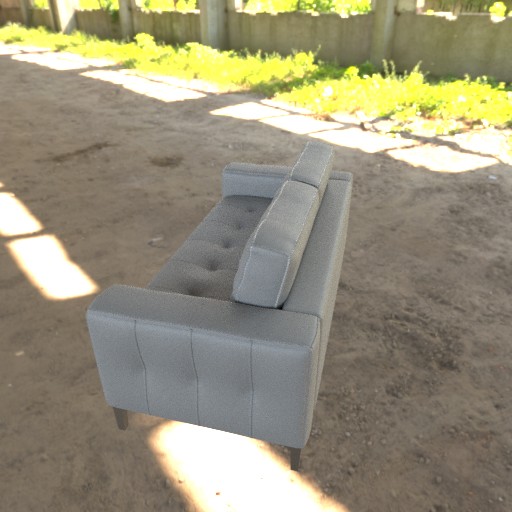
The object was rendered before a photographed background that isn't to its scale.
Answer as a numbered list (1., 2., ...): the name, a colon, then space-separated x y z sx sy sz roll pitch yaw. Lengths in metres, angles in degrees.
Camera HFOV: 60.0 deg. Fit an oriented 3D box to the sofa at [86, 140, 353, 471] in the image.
1. sofa: 0.000 0.000 2.260 0.833 0.892 1.726 8 31 13
